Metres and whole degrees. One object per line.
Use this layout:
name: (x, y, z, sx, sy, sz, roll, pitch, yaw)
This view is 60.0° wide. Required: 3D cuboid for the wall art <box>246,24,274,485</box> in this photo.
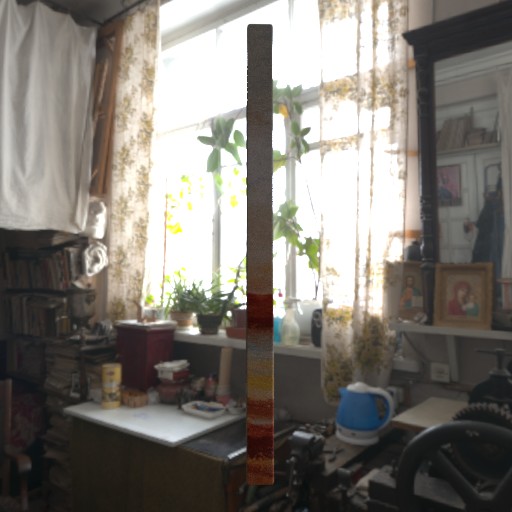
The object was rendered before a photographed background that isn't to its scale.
wall art: (0.000, 0.000, 0.800, 0.035, 0.605, 0.443, 0, -2, -1)
